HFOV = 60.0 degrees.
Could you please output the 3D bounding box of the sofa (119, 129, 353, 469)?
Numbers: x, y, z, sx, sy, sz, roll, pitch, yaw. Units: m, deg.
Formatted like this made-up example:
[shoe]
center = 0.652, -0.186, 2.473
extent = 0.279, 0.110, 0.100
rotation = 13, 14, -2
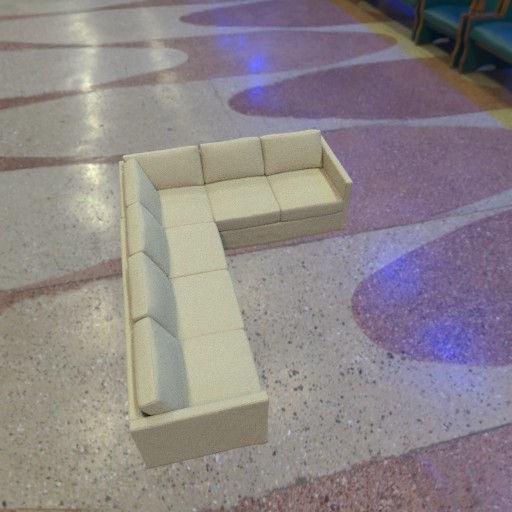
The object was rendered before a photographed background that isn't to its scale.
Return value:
[sofa]
center = 0.000, 0.000, 4.262
extent = 2.432, 0.871, 3.182
rotation = -10, 46, -10
